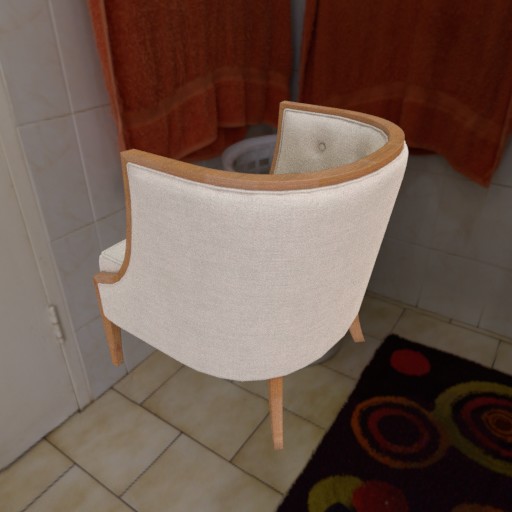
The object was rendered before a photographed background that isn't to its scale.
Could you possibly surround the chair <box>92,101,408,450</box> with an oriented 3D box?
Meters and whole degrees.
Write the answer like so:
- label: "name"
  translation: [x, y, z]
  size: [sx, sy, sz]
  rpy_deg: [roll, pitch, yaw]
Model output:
- label: "chair"
  translation: [0.000, 0.000, 1.359]
  size: [0.757, 0.775, 0.711]
  rpy_deg: [20, 36, 30]
